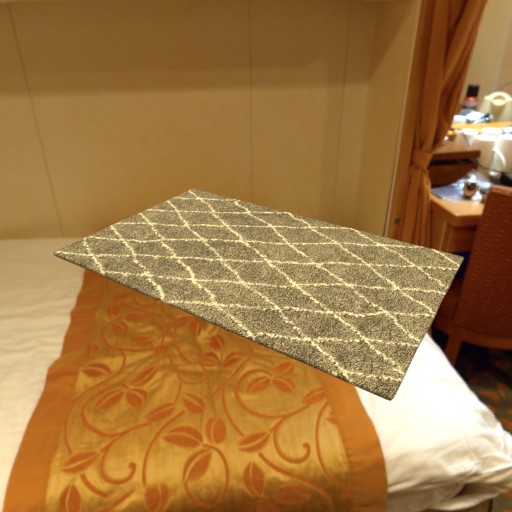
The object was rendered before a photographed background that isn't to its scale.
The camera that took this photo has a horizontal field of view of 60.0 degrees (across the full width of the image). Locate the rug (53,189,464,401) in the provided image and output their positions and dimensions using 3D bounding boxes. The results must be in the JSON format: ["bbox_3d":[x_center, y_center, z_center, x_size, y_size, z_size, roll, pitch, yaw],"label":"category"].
[{"bbox_3d":[0.000,0.000,3.088,2.438,0.030,1.524,18,34,29],"label":"rug"}]
